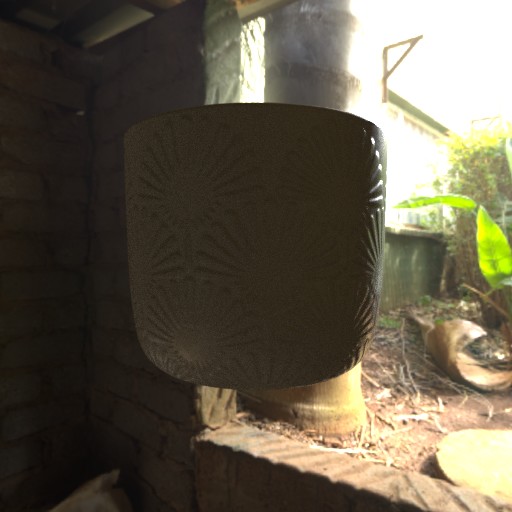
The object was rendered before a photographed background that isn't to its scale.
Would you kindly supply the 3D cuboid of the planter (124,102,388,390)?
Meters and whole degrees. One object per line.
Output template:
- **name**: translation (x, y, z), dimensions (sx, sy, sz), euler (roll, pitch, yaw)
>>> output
- **planter**: translation (0.000, 0.000, 0.217), dimensions (0.124, 0.109, 0.124), euler (0, 0, 0)
